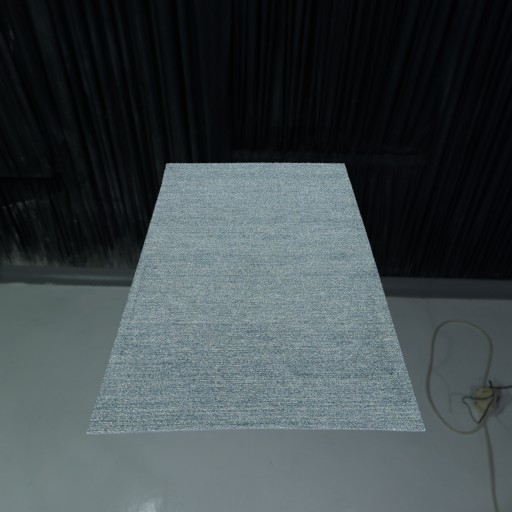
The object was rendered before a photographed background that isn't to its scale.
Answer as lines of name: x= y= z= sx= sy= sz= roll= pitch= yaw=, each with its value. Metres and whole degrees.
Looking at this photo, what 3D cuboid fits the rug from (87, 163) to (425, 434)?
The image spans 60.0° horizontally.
rug: x=0.000 y=0.000 z=2.221 sx=1.174 sy=0.022 sz=1.853 roll=0 pitch=41 yaw=0
